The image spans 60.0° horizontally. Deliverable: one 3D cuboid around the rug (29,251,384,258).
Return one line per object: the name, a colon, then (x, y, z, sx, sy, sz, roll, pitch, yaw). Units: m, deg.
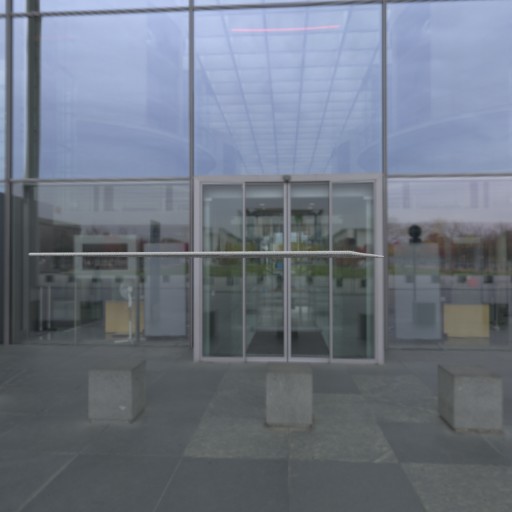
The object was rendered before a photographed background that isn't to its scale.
rug: (0.000, 0.000, 2.947, 1.526, 0.014, 2.290, 0, -1, 19)
